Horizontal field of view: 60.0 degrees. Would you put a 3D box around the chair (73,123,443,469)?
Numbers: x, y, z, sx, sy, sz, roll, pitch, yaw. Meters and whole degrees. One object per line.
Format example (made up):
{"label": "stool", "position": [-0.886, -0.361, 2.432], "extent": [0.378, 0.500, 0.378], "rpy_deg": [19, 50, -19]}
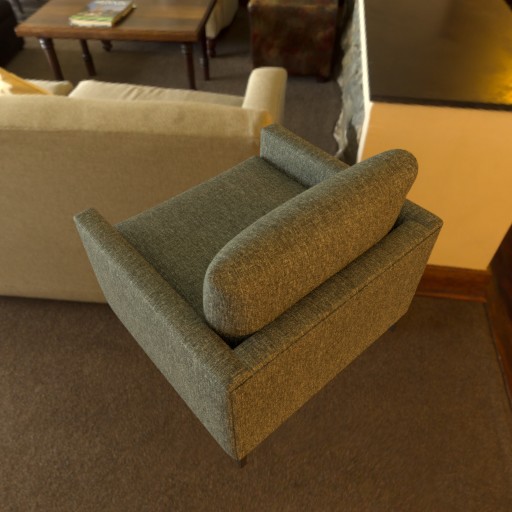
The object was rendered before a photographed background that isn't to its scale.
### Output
{"label": "chair", "position": [0.000, 0.000, 1.626], "extent": [0.963, 0.861, 0.866], "rpy_deg": [-32, 54, -27]}
